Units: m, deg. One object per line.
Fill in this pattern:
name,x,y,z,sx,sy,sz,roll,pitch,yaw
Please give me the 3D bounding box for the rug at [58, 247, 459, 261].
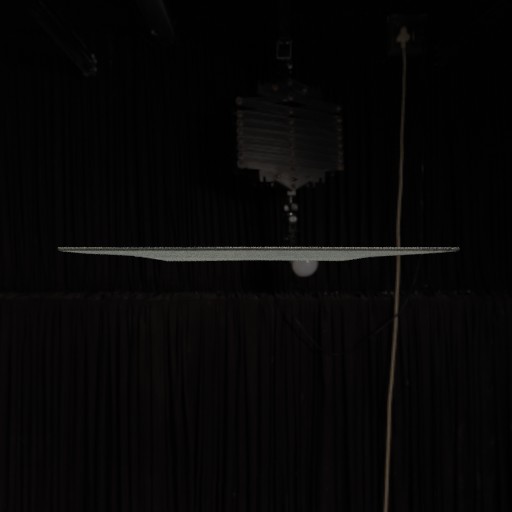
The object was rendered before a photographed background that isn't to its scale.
rug,0.000,0.000,5.103,2.802,0.052,4.078,0,-2,0
